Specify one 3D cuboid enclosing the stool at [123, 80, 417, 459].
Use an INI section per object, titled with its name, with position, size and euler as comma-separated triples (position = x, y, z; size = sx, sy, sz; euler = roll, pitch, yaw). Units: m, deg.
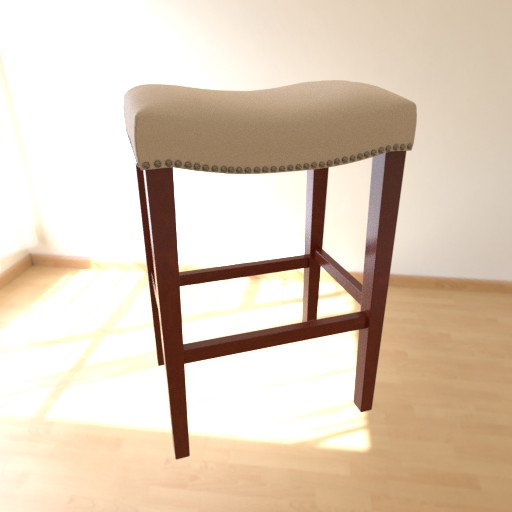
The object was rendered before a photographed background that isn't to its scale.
[stool]
position = 0.000, 0.000, 1.020
size = 0.504, 0.742, 0.372
euler = -8, 26, -16
